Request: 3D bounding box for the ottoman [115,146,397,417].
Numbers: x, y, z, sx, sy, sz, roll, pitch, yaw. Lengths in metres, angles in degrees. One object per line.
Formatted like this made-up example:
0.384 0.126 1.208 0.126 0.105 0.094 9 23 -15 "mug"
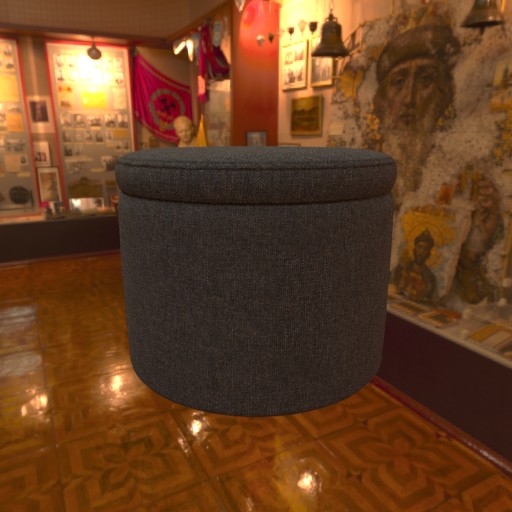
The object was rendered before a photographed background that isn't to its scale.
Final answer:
0.000 0.000 0.895 0.520 0.430 0.520 0 15 0 "ottoman"
